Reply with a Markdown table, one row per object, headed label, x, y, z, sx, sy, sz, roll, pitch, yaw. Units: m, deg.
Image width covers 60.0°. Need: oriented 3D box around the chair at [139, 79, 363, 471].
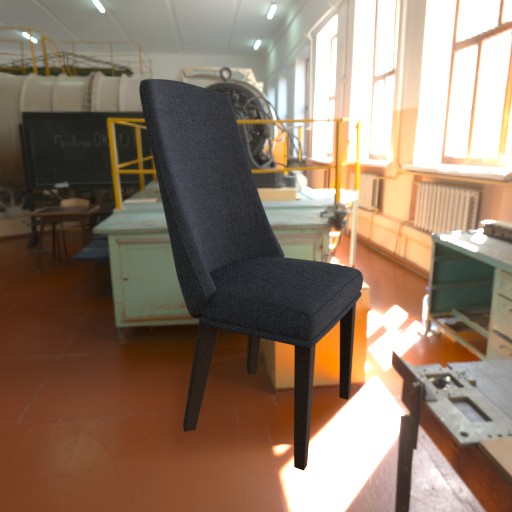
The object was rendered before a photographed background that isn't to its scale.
| label | x | y | z | sx | sy | sz | roll | pitch | yaw |
| --- | --- | --- | --- | --- | --- | --- | --- | --- | --- |
| chair | 0.000 | 0.000 | 1.372 | 0.577 | 1.050 | 0.510 | 7 | 16 | 28 |
